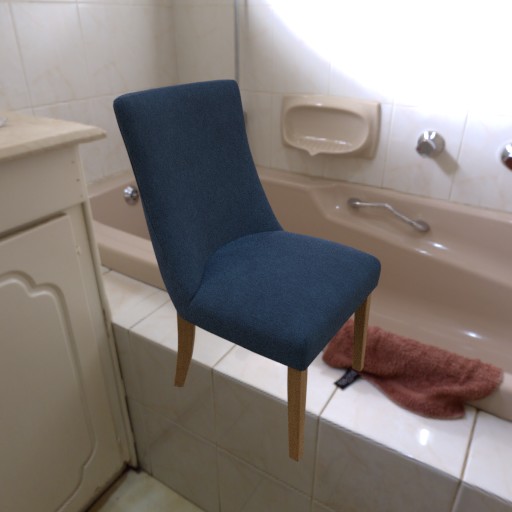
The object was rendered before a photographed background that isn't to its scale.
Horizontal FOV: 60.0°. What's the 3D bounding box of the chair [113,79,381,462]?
[{"bbox_3d":[0.000,0.000,1.295,0.609,0.902,0.495,18,33,30],"label":"chair"}]
